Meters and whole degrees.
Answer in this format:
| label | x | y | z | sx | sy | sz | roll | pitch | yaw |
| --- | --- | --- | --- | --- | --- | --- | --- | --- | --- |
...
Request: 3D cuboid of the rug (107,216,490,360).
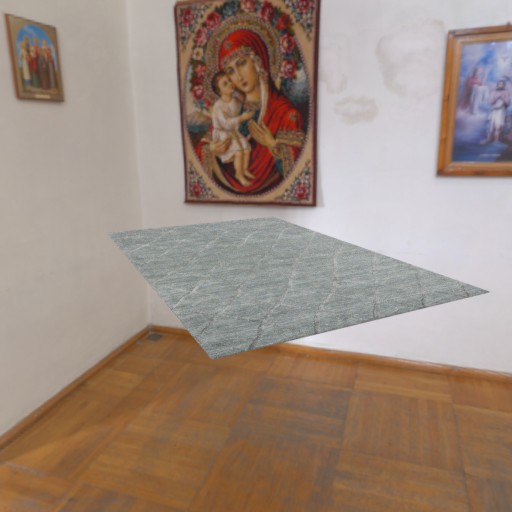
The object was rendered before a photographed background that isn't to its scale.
| label | x | y | z | sx | sy | sz | roll | pitch | yaw |
| --- | --- | --- | --- | --- | --- | --- | --- | --- | --- |
| rug | 0.000 | 0.000 | 2.914 | 1.521 | 0.006 | 2.283 | -8 | 18 | -26 |
